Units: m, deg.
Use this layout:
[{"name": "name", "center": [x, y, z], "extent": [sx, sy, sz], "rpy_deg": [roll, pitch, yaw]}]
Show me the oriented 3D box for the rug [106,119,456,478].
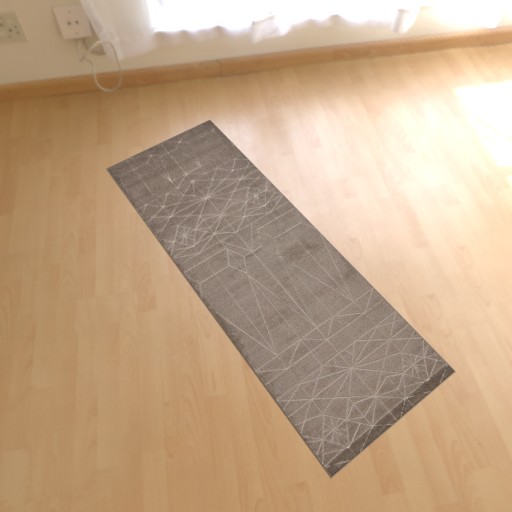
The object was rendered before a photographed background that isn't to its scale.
[{"name": "rug", "center": [0.000, 0.000, 2.705], "extent": [0.864, 0.012, 2.388], "rpy_deg": [-31, 63, -18]}]
